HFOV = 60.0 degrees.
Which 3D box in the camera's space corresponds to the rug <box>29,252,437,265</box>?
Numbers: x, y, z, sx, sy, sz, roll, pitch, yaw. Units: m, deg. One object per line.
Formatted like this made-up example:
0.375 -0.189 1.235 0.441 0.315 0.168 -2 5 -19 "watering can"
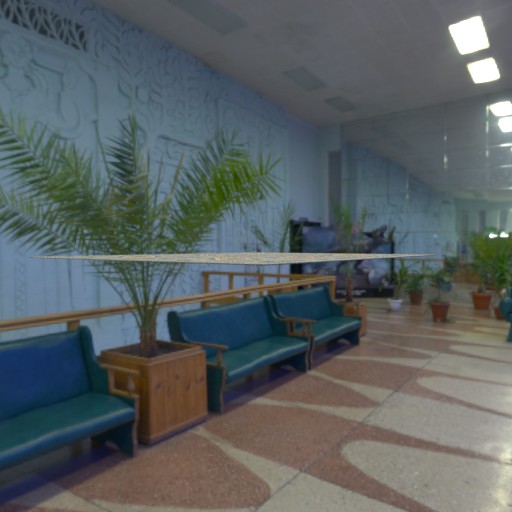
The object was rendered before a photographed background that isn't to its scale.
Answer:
0.000 0.000 4.137 2.425 0.008 3.035 1 2 37 "rug"
